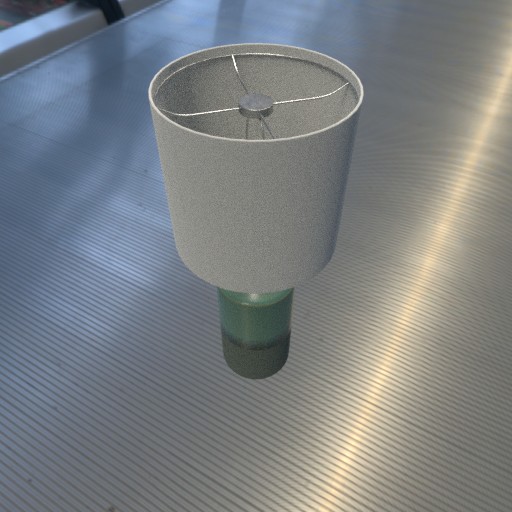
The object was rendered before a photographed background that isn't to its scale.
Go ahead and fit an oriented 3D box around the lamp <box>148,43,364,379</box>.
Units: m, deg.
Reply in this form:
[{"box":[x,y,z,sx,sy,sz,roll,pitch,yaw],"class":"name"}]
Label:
[{"box":[0.000,0.000,0.619,0.212,0.493,0.212,-11,47,-11],"class":"lamp"}]
